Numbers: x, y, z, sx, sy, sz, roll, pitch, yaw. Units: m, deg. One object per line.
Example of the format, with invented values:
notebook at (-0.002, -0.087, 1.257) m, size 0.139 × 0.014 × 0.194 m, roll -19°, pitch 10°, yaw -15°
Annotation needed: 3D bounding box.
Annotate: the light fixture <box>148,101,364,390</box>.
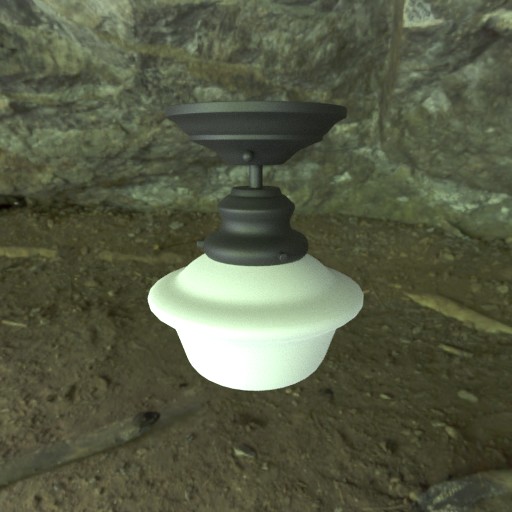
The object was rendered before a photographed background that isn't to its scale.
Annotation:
light fixture at (0.000, 0.000, 0.404) m, size 0.197 × 0.254 × 0.197 m, roll 0°, pitch 14°, yaw 0°
